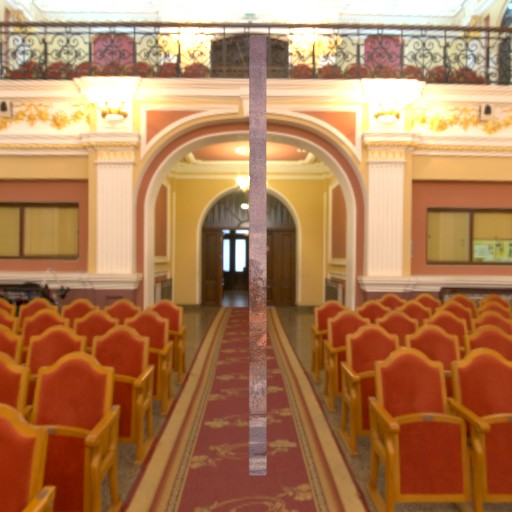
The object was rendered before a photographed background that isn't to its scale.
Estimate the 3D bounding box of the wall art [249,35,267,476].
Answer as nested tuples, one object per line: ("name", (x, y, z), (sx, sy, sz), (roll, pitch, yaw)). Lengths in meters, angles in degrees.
("wall art", (0.000, 0.000, 1.528), (0.040, 1.020, 1.010), (0, 0, 0))
